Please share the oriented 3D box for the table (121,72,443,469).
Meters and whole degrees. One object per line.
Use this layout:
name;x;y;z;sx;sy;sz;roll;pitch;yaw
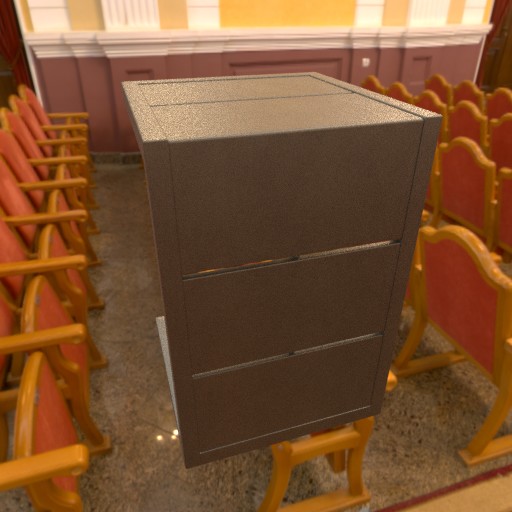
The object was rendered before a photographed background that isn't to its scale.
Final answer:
table;0.000;0.000;0.880;0.405;0.609;0.420;-9;32;-15
